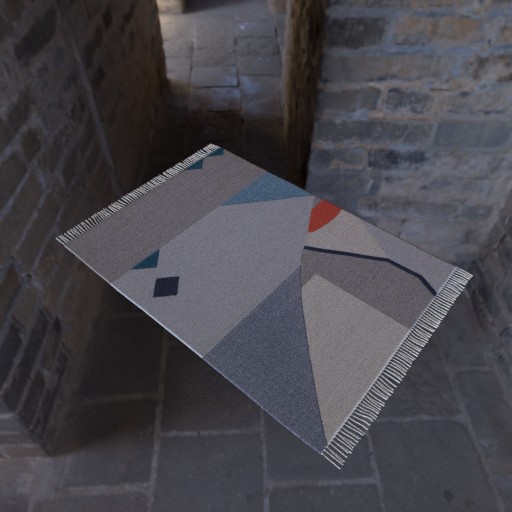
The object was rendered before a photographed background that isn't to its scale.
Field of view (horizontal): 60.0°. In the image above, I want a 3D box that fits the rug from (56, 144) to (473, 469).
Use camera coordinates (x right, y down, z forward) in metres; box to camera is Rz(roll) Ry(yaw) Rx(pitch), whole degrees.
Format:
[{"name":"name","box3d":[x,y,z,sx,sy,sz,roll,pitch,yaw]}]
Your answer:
[{"name":"rug","box3d":[0.000,0.000,2.310,1.828,0.005,1.220,32,55,26]}]
